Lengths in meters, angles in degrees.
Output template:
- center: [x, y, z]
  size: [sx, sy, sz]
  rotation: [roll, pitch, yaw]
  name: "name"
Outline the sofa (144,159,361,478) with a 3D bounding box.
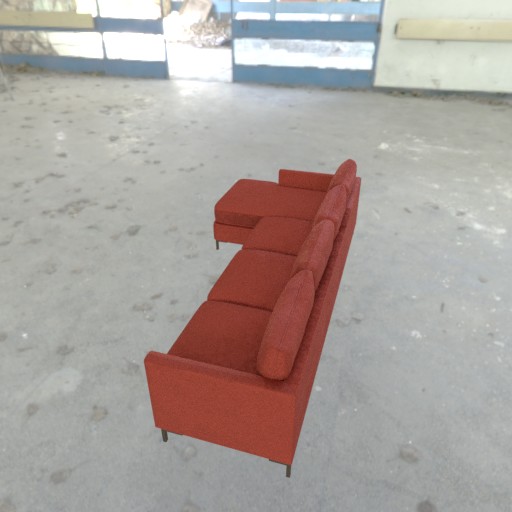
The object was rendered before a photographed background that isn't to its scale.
- center: [0.000, 0.000, 4.021]
  size: [1.500, 0.967, 3.400]
  rotation: [9, 32, 15]
  name: "sofa"
